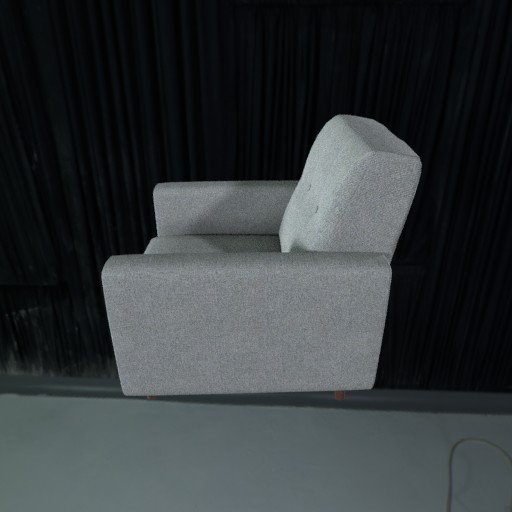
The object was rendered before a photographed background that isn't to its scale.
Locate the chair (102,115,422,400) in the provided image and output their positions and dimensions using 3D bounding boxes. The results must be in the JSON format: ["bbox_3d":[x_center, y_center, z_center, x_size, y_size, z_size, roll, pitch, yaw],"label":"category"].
[{"bbox_3d":[0.000,0.000,1.703,0.942,0.968,0.845,0,27,0],"label":"chair"}]
